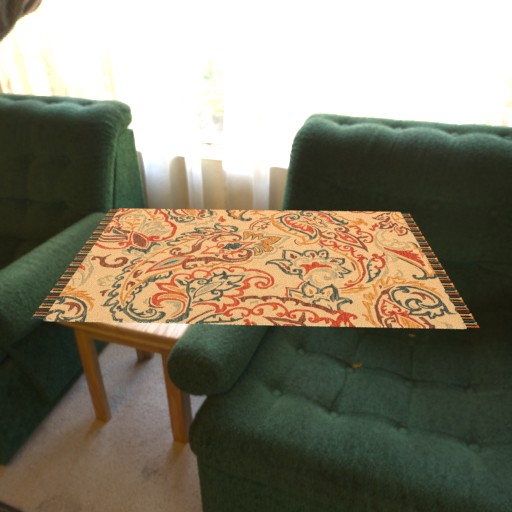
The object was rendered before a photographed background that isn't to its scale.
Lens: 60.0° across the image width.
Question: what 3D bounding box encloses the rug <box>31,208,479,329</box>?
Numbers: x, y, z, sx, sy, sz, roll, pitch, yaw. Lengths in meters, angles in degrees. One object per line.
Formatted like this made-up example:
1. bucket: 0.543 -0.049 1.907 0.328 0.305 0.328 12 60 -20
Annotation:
1. rug: 0.000 0.000 3.195 2.584 0.010 1.523 1 31 1
